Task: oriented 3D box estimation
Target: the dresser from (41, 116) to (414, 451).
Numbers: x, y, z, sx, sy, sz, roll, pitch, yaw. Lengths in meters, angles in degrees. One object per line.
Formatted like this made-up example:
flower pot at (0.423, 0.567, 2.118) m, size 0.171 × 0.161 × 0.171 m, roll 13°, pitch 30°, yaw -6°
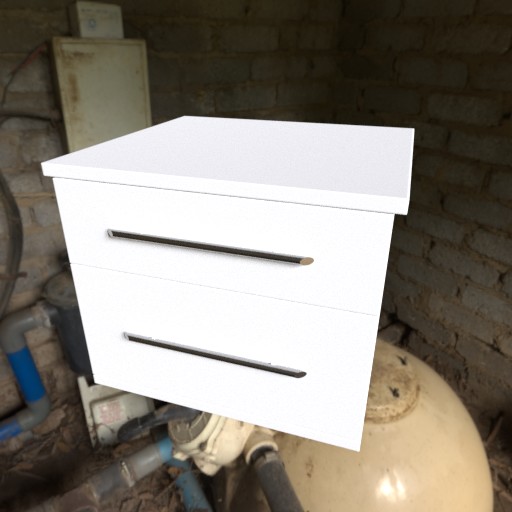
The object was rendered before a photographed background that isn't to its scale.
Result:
dresser at (0.000, 0.000, 0.718) m, size 0.430 × 0.360 × 0.400 m, roll 8°, pitch 27°, yaw 17°
